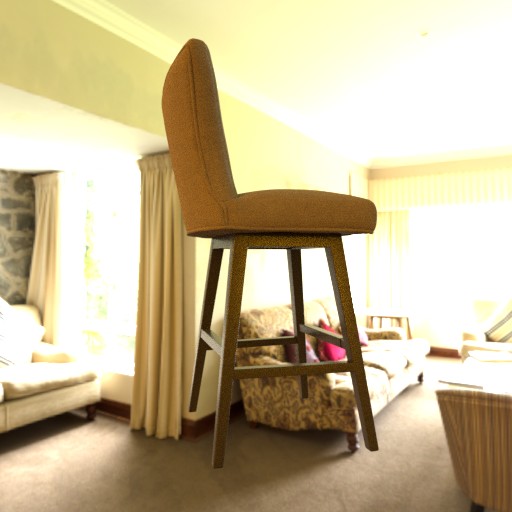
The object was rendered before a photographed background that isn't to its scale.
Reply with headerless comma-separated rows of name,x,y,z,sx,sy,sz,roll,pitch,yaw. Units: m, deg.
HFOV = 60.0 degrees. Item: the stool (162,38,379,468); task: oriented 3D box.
stool,0.000,0.000,1.397,0.574,1.086,0.514,0,0,-17
